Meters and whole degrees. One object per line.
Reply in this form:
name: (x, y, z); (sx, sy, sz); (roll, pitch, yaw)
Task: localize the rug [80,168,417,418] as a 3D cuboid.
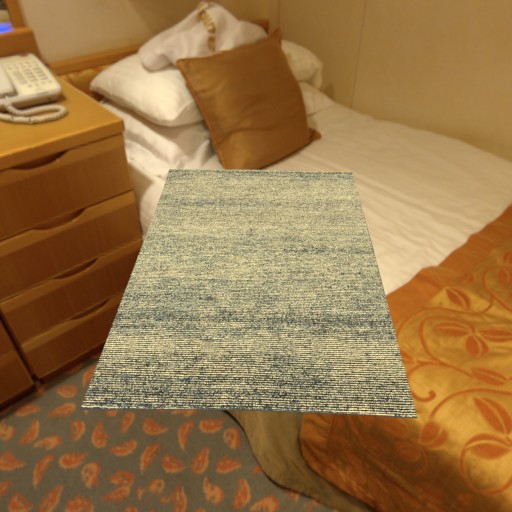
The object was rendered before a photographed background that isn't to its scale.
rug: (0.000, 0.000, 3.015); (1.624, 0.030, 2.349); (1, 40, 2)
